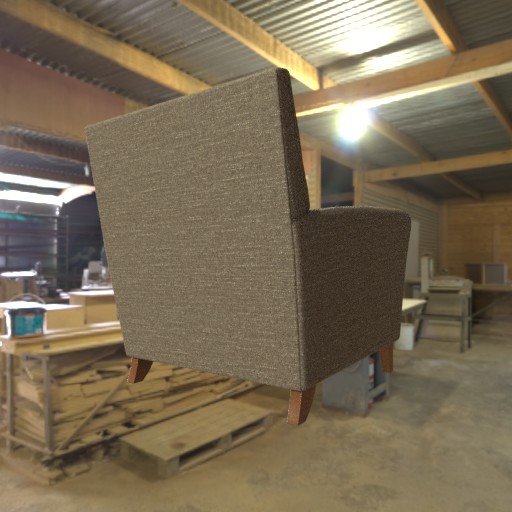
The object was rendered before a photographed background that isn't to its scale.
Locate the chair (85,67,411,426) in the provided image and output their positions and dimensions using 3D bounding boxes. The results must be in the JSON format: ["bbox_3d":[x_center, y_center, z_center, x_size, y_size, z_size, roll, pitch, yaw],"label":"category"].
[{"bbox_3d":[0.000,0.000,1.583,0.838,0.885,0.875,0,-1,36],"label":"chair"}]
